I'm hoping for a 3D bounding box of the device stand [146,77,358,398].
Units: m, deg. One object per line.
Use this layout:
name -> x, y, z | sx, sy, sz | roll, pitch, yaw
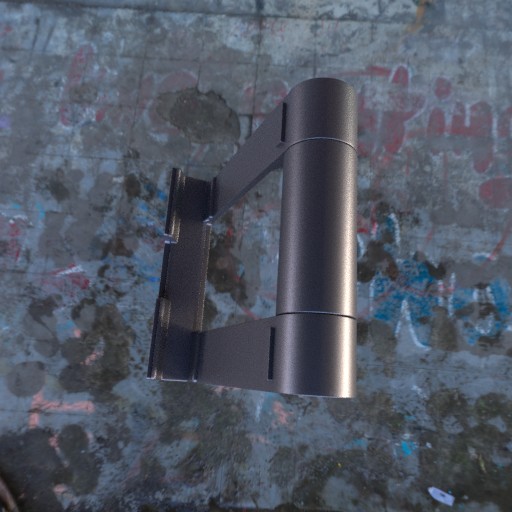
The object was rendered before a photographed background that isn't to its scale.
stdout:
device stand -> 0.000, 0.000, 0.155 | 0.079, 0.084, 0.088 | 4, 75, 1
